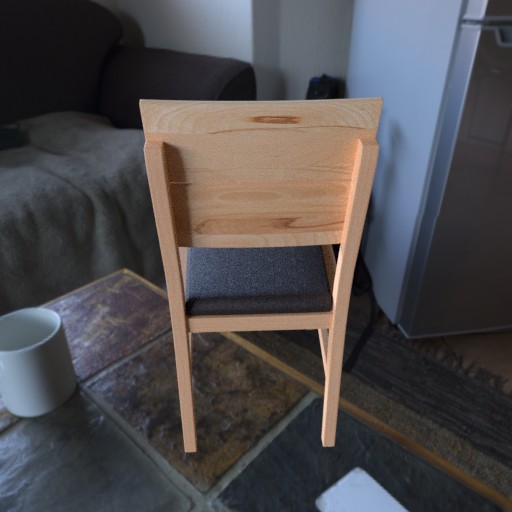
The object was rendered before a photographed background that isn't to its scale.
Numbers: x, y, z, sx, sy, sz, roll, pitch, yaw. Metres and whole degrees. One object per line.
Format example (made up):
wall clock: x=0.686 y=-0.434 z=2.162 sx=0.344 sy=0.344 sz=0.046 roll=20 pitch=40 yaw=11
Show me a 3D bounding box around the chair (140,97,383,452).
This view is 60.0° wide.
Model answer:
chair: x=0.000 y=0.000 z=1.235 sx=0.475 sy=0.950 sz=0.560 roll=-1 pitch=31 yaw=-2
